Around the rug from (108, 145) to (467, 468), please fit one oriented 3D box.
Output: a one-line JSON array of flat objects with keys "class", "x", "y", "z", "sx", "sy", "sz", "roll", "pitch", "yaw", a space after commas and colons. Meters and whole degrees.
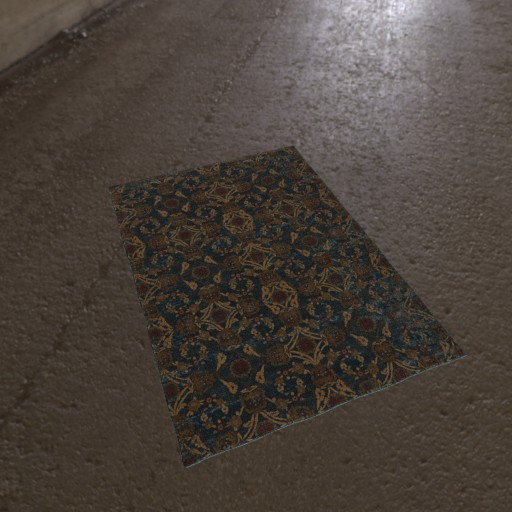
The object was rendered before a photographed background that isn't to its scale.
[{"class": "rug", "x": 0.000, "y": 0.000, "z": 4.308, "sx": 2.337, "sy": 0.013, "sz": 3.291, "roll": -16, "pitch": 48, "yaw": -15}]
